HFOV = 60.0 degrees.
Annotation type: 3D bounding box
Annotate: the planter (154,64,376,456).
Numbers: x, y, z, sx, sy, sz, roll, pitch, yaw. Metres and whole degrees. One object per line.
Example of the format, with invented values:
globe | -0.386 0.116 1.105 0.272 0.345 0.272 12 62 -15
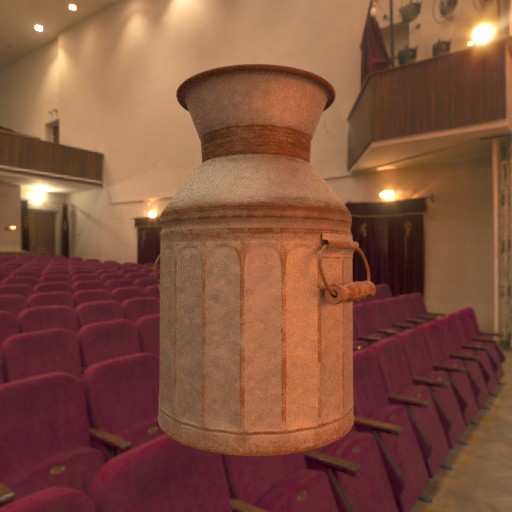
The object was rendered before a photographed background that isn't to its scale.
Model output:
planter | 0.000 0.000 0.498 0.248 0.358 0.215 0 -1 37
